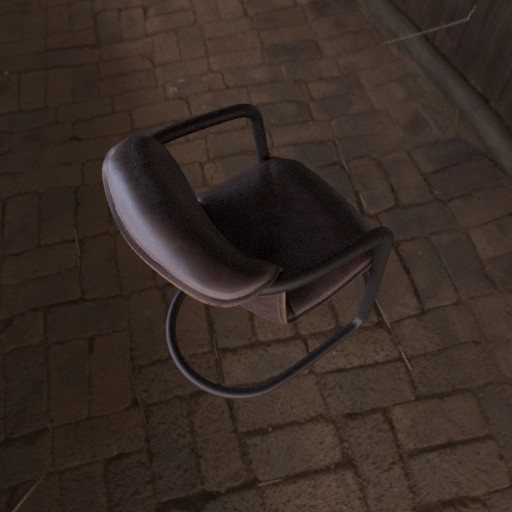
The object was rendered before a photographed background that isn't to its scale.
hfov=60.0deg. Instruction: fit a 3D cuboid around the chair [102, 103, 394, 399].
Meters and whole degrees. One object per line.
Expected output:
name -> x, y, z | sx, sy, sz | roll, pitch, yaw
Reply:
chair -> 0.000, 0.000, 1.262 | 0.664, 0.836, 0.536 | -33, 64, -18
